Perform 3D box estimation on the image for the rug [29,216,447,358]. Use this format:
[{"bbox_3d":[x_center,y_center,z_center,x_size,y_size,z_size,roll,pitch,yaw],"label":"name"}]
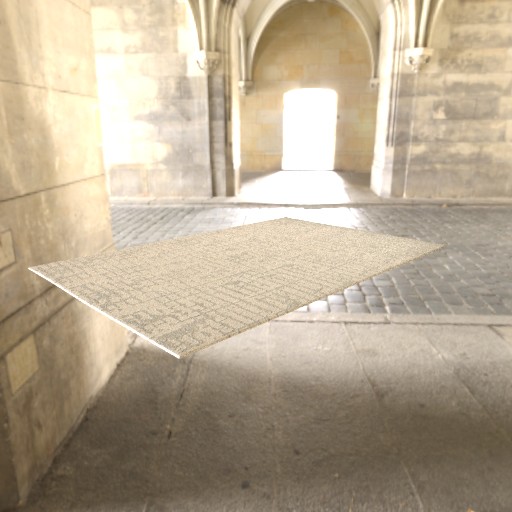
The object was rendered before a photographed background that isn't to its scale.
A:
[{"bbox_3d":[0.000,0.000,2.294,1.827,0.007,1.211,-15,22,-43],"label":"rug"}]
